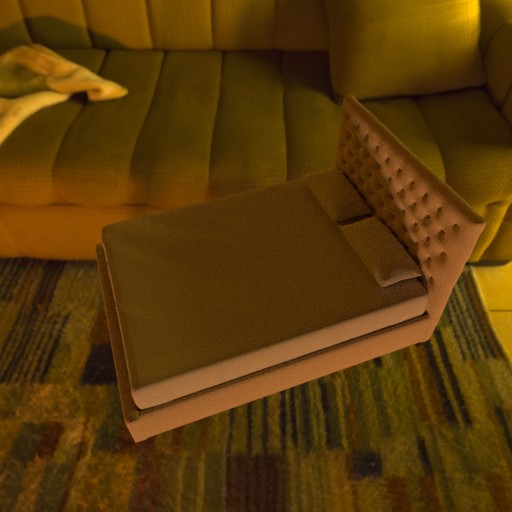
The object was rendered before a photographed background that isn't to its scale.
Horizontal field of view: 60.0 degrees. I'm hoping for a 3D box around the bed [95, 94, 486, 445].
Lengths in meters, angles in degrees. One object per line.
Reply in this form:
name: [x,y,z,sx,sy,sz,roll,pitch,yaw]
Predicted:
bed: [0.000,0.000,3.407,2.387,1.427,1.698,-15,49,-14]
